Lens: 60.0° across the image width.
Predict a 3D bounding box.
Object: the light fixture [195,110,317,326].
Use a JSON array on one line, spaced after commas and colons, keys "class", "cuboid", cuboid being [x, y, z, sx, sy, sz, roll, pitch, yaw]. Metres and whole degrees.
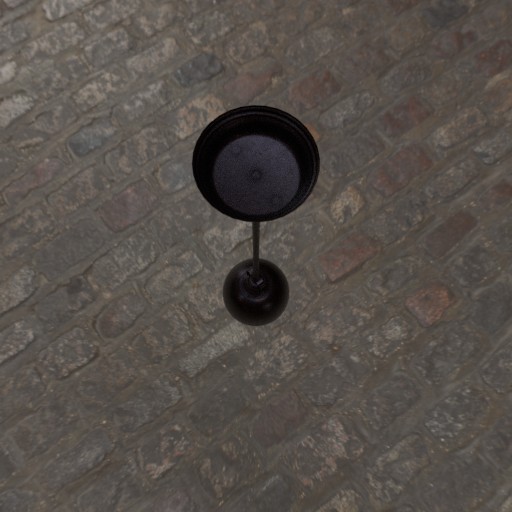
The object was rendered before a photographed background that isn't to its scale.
[{"class": "light fixture", "cuboid": [0.000, 0.000, 0.841, 0.182, 0.768, 0.182, -35, 78, -9]}]
